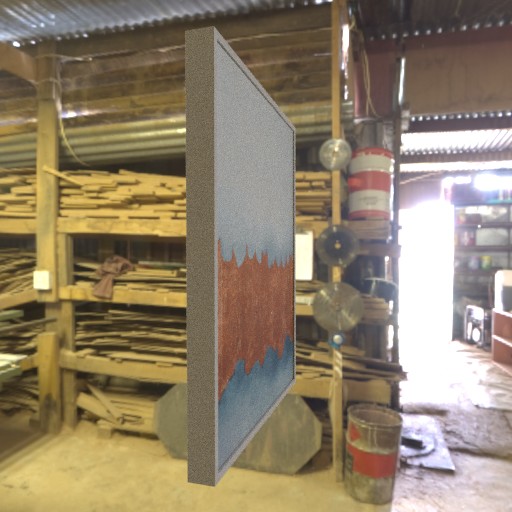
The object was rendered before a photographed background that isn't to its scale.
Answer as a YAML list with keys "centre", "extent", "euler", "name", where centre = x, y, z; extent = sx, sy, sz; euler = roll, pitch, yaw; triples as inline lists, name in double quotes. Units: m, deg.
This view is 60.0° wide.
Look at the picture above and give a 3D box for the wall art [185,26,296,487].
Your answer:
- centre: [0.000, 0.000, 0.752]
  extent: [0.039, 0.553, 0.451]
  euler: [0, 0, 17]
  name: "wall art"
